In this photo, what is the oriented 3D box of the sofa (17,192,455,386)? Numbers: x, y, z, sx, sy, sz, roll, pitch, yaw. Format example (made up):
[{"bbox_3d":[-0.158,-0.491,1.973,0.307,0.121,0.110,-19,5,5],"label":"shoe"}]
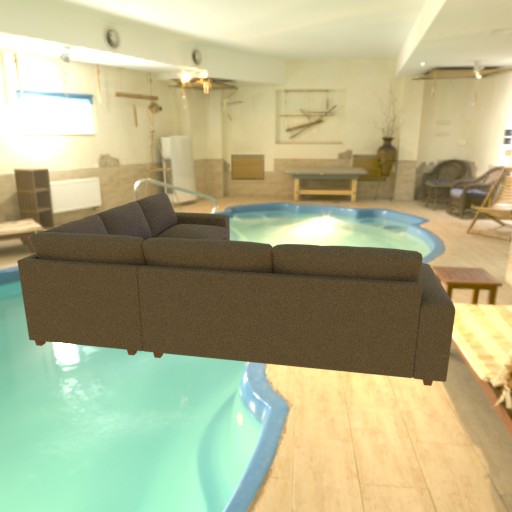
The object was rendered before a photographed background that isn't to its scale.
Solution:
[{"bbox_3d":[0.000,0.000,4.631,3.277,0.965,2.895,3,16,11],"label":"sofa"}]
